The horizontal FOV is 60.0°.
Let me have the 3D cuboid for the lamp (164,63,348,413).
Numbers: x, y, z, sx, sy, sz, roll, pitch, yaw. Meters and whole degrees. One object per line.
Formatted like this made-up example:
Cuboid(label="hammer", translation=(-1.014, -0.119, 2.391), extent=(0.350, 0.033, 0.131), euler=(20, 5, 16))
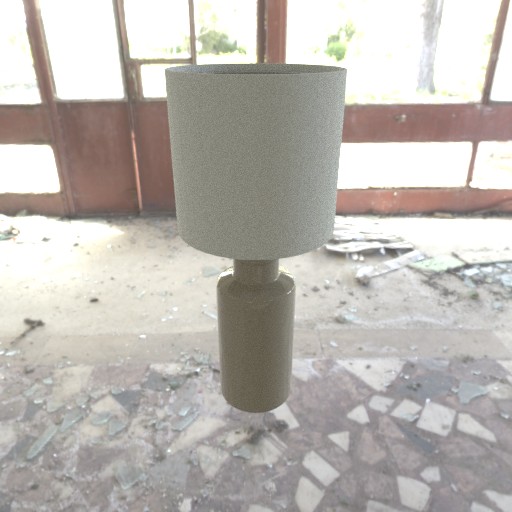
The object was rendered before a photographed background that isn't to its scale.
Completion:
Cuboid(label="lamp", translation=(0.000, 0.000, 0.630), extent=(0.212, 0.493, 0.212), euler=(17, 31, 31))
